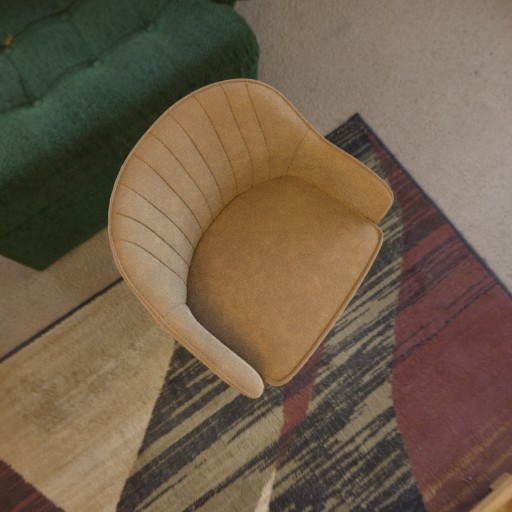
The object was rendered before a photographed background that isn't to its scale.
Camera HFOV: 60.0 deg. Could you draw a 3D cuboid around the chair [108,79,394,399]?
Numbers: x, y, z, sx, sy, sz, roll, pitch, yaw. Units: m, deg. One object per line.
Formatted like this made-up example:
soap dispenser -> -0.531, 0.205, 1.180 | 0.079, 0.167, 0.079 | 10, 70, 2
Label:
chair -> 0.000, 0.000, 1.263 | 0.573, 0.831, 0.635 | 35, 79, 8
